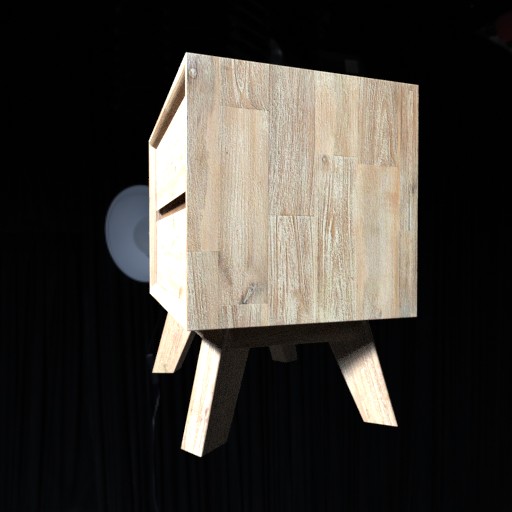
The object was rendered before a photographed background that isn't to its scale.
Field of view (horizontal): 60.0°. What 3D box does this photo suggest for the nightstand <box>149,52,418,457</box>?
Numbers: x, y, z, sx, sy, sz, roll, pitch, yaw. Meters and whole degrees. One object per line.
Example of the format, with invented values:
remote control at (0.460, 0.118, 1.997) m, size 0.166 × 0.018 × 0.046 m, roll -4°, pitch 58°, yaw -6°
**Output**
nightstand at (0.000, 0.000, 0.956) m, size 0.396 × 0.589 × 0.552 m, roll 0°, pitch 1°, yaw -19°
